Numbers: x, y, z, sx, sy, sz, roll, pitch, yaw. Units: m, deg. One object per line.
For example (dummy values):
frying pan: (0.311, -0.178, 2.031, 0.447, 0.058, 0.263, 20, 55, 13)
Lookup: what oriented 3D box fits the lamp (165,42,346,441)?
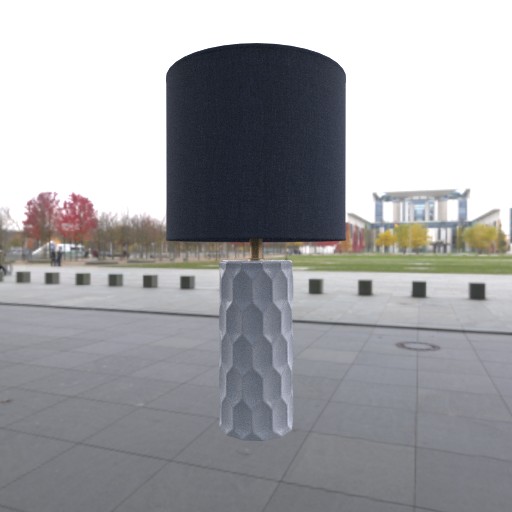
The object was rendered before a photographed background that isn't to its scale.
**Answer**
lamp: (0.000, 0.000, 0.695, 0.277, 0.537, 0.277, 1, 1, 35)
